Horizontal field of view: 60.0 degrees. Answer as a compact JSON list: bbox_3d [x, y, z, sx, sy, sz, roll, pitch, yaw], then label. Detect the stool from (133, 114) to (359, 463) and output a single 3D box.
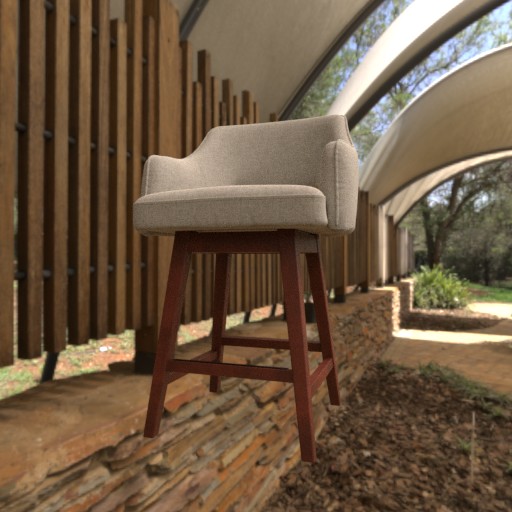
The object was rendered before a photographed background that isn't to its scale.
[{"bbox_3d":[0.000,0.000,1.318,0.599,0.944,0.558,0,0,19],"label":"stool"}]
